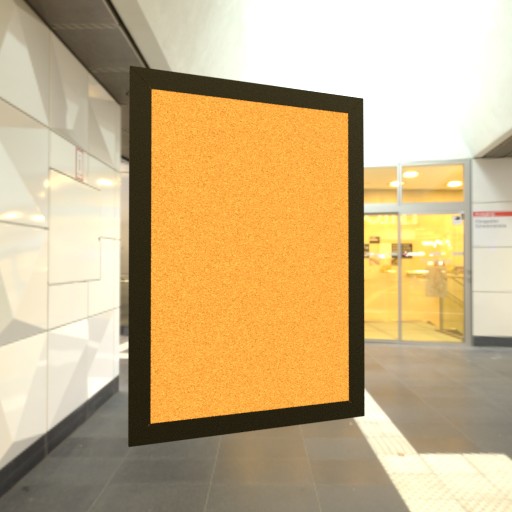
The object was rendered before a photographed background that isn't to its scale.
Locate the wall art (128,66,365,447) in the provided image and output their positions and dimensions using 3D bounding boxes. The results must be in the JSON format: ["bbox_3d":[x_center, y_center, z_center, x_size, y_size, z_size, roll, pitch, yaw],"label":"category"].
[{"bbox_3d":[0.000,0.000,0.591,0.326,0.459,0.011,0,-1,-19],"label":"wall art"}]
